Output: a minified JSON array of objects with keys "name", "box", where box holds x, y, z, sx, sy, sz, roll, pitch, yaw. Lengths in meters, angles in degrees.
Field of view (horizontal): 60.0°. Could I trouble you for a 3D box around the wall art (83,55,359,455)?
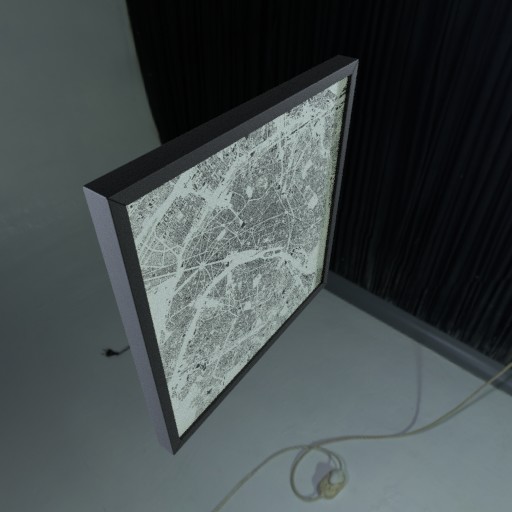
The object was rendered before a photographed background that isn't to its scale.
[{"name":"wall art","box":[0.000,0.000,0.734,0.037,0.508,0.508,26,47,27]}]
